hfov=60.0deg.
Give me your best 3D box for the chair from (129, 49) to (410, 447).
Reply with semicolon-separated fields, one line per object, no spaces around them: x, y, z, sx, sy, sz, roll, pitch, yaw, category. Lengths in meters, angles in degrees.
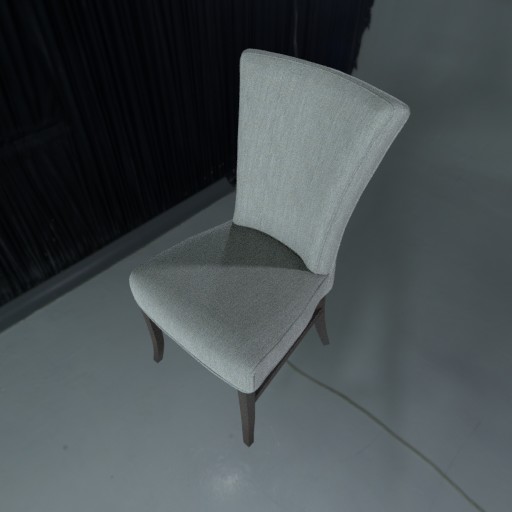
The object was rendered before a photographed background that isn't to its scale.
0.000;0.000;1.367;0.520;0.991;0.660;33;54;28;chair
